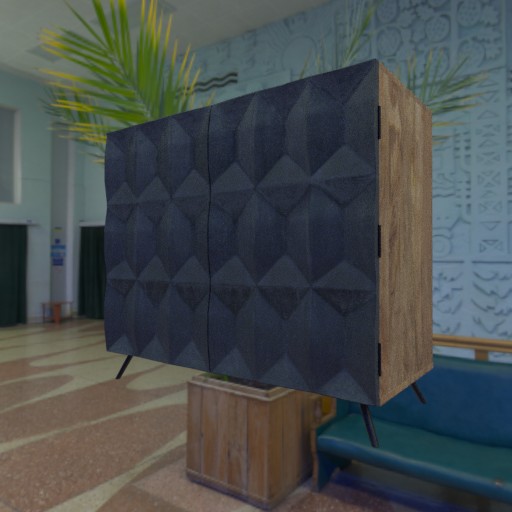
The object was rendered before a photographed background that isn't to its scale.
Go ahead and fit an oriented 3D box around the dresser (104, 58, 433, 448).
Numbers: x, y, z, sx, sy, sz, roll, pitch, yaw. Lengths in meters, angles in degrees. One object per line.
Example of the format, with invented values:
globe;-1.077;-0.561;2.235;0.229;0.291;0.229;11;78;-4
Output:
dresser;0.000;0.000;1.404;0.967;0.847;0.446;0;0;37
